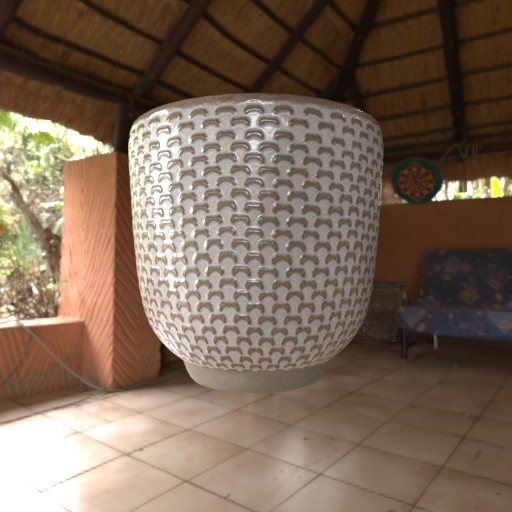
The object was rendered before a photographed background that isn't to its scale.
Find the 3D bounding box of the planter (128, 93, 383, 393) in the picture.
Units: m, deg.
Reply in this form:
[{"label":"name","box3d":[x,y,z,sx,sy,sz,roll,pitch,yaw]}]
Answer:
[{"label":"planter","box3d":[0.000,0.000,0.355,0.197,0.191,0.197,0,-1,0]}]
